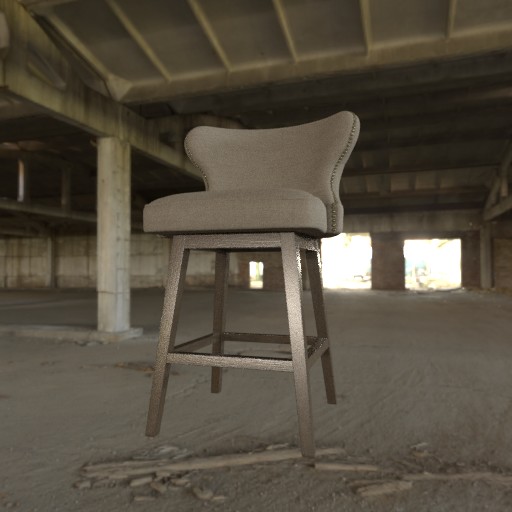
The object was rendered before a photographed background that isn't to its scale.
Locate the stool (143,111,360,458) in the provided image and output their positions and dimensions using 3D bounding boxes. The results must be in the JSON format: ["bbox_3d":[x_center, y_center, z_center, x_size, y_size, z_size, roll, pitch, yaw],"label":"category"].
[{"bbox_3d":[0.000,0.000,1.377,0.615,0.972,0.597,0,-2,18],"label":"stool"}]
